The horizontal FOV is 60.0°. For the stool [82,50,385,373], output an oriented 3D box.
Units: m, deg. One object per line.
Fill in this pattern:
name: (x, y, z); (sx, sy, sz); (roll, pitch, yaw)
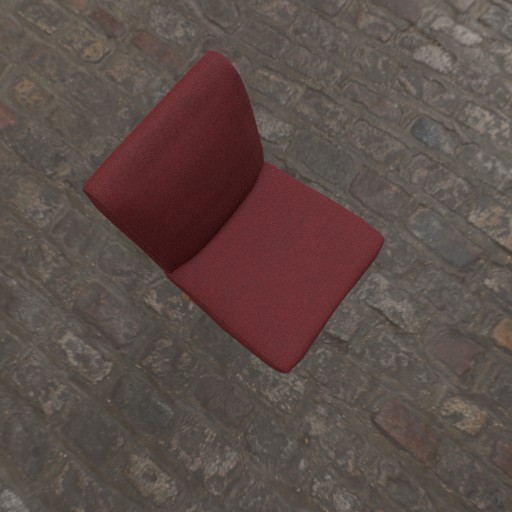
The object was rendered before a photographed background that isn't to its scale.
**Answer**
stool: (0.000, 0.000, 1.335); (0.562, 1.038, 0.468); (37, 79, 8)
